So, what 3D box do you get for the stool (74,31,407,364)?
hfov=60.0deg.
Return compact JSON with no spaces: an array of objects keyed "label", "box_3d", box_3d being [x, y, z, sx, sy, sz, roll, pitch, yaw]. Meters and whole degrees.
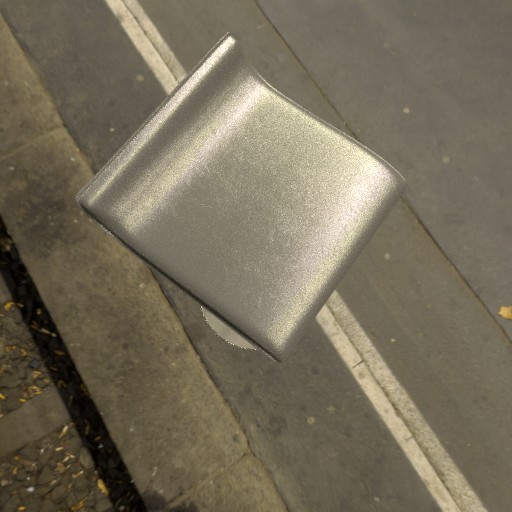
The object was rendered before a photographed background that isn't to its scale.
[{"label":"stool","box_3d":[0.000,0.000,1.051,0.381,0.851,0.381,36,77,9]}]
